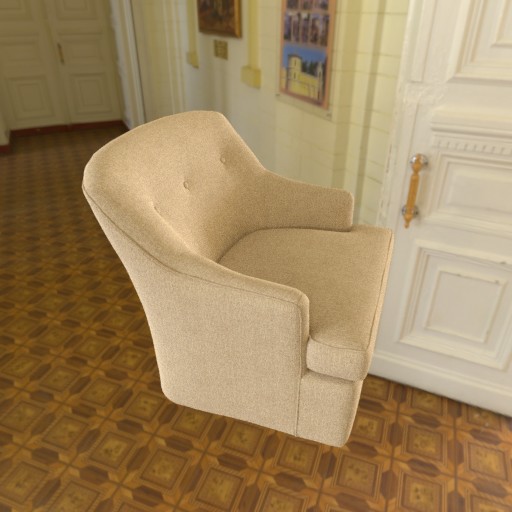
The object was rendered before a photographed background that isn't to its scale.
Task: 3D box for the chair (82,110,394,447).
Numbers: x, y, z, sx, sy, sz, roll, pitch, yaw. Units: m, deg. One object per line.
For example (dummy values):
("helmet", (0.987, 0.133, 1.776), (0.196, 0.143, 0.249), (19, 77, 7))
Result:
("chair", (0.000, 0.000, 1.600), (0.923, 0.856, 0.864), (11, 32, 17))
